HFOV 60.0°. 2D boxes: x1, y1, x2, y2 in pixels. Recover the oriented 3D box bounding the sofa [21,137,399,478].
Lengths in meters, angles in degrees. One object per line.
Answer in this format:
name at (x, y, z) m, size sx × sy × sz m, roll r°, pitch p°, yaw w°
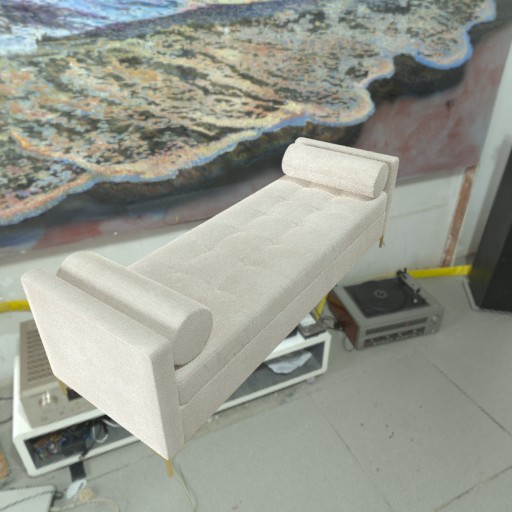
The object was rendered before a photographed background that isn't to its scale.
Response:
sofa at (0.000, 0.000, 2.260) m, size 0.686 × 0.635 × 1.981 m, roll 21°, pitch 38°, yaw 29°
